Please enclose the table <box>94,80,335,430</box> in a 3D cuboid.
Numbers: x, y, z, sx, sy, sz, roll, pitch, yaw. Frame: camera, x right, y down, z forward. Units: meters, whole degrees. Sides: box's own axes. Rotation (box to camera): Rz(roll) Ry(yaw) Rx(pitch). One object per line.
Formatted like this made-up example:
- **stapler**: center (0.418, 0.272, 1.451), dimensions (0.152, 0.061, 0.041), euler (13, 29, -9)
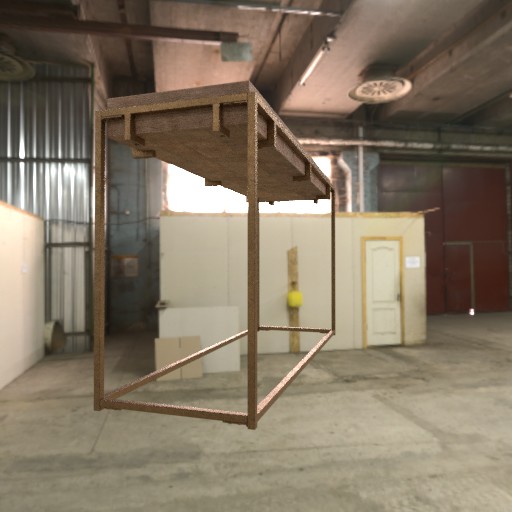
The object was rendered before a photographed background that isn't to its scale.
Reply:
- **table**: center (0.000, 0.000, 1.757), dimensions (0.440, 0.820, 1.400), euler (0, -1, 18)
